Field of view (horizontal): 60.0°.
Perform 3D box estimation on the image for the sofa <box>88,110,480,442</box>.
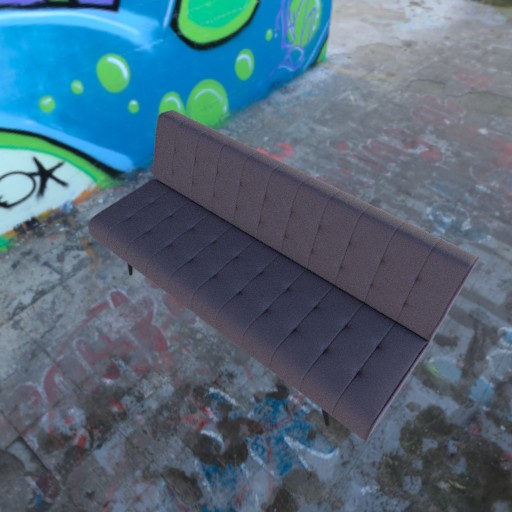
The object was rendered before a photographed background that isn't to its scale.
[{"bbox_3d":[0.000,0.000,2.130,1.703,0.699,0.747,32,55,26],"label":"sofa"}]
